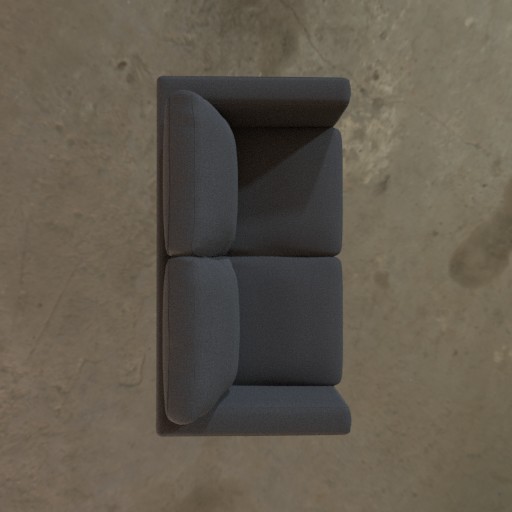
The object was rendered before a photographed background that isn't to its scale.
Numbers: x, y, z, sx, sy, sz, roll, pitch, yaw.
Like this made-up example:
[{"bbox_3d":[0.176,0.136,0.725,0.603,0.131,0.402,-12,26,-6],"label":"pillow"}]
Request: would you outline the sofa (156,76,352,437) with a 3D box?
[{"bbox_3d":[0.000,0.000,1.982,0.796,0.908,1.430,0,90,-1],"label":"sofa"}]
